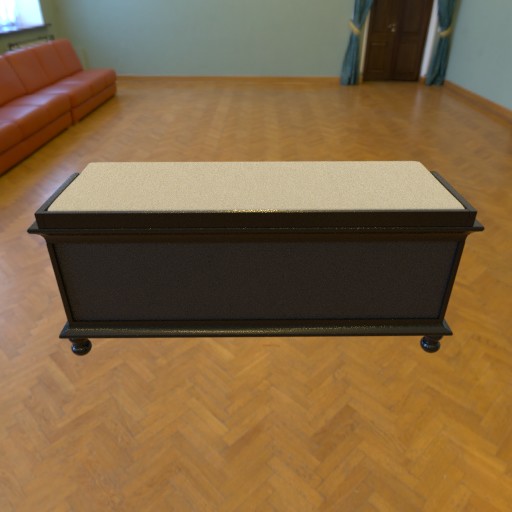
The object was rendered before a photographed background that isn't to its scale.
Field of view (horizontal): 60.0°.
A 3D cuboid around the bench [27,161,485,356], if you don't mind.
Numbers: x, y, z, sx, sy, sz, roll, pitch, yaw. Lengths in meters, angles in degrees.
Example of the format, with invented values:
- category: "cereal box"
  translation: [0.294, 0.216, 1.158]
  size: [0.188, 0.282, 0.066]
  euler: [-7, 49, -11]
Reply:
- category: "bench"
  translation: [0.000, 0.000, 1.421]
  size: [1.185, 0.501, 0.402]
  euler: [0, 31, -1]
